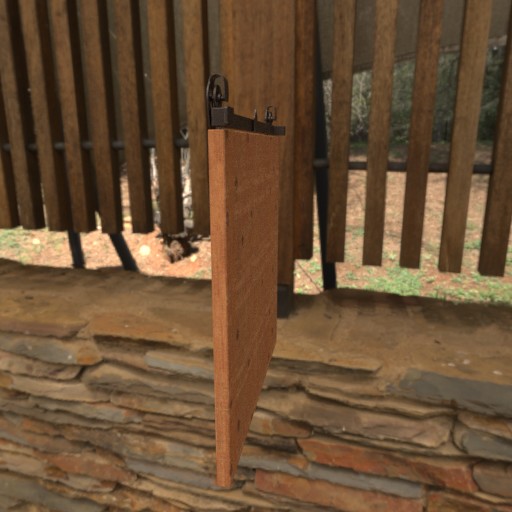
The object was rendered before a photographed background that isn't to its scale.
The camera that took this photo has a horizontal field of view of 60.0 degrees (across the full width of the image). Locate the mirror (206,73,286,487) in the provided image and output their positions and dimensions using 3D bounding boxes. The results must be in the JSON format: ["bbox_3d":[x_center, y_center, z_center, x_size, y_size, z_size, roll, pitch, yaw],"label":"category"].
[{"bbox_3d":[0.000,0.000,1.168,0.054,0.800,0.805,2,14,10],"label":"mirror"}]
